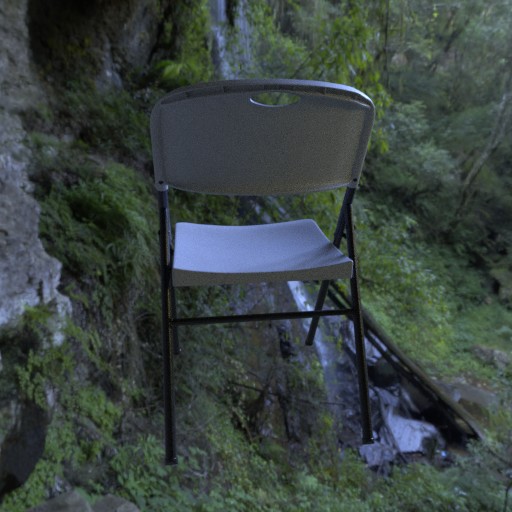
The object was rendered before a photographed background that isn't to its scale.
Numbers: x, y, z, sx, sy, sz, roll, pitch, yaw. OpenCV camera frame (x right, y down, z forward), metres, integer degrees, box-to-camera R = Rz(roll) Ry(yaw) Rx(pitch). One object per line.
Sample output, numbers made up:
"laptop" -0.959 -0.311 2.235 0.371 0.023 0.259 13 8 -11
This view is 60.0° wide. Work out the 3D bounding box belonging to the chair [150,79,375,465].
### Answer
"chair" 0.000 0.000 1.172 0.494 0.810 0.566 -2 15 -8
